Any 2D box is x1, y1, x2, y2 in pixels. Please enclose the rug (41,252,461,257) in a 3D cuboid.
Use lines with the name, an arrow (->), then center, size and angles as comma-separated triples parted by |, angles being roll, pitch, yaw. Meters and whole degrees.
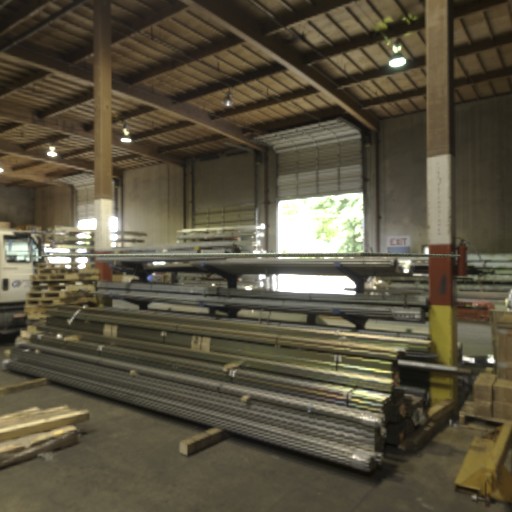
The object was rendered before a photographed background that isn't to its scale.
rug -> 0.000, 0.000, 4.096 | 3.039, 0.019, 2.420 | 0, 0, 36
